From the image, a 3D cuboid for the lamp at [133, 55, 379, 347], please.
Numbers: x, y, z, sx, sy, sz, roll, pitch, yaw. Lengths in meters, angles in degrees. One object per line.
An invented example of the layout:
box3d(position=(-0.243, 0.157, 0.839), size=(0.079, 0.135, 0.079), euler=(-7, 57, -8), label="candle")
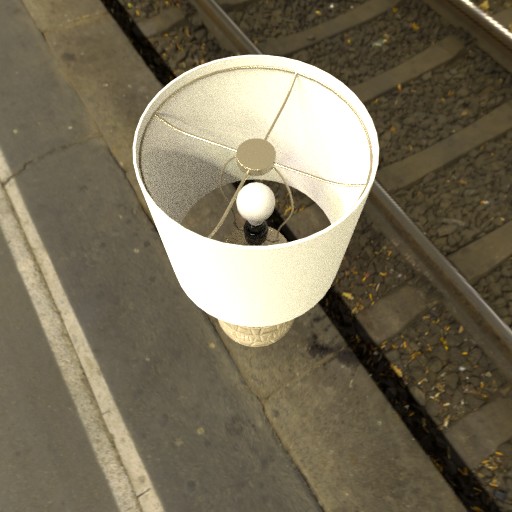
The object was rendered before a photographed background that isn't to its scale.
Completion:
box3d(position=(0.000, 0.000, 0.586), size=(0.211, 0.455, 0.211), euler=(34, 69, 15), label="lamp")
